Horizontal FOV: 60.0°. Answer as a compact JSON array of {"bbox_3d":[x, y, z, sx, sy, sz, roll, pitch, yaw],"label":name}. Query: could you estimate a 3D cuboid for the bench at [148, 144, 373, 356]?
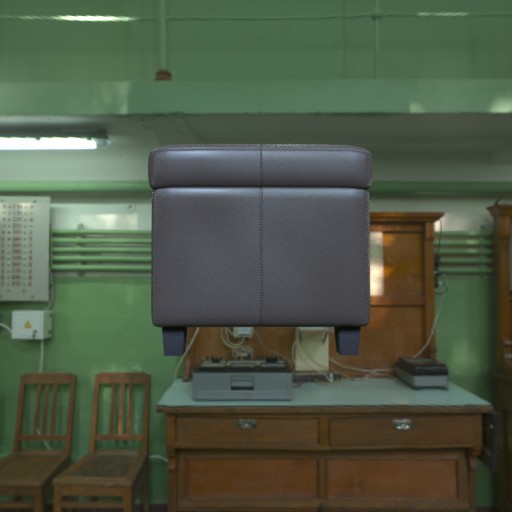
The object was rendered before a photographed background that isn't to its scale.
[{"bbox_3d":[0.000,0.000,1.441,0.450,0.417,1.219,0,-1,-1],"label":"bench"}]
